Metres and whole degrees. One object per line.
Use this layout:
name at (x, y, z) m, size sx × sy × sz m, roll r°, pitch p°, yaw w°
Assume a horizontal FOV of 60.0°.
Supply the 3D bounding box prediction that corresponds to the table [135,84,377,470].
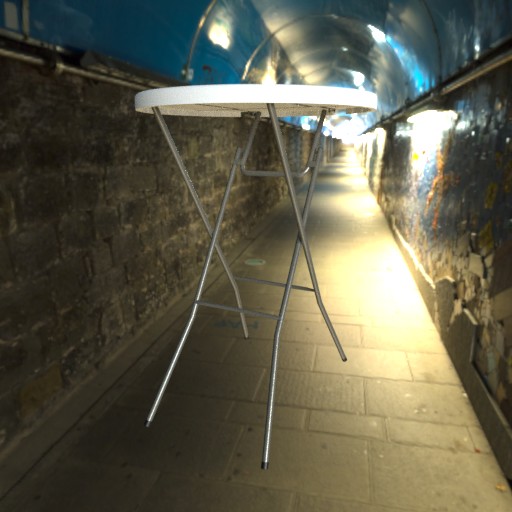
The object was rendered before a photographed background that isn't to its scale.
table at (0.000, 0.000, 1.636) m, size 0.792 × 1.105 × 0.795 m, roll 7°, pitch 17°, yaw 26°
